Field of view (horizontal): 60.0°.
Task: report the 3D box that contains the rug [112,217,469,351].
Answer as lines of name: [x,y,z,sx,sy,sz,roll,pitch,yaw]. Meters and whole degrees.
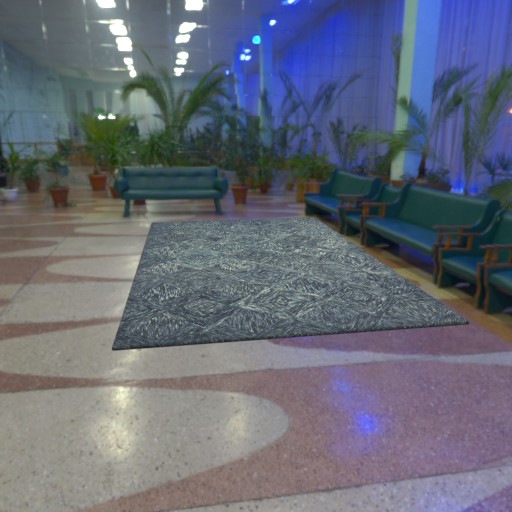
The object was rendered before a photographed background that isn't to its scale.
rug: [0.000,0.000,2.886,1.478,0.017,2.330,-3,16,-9]
